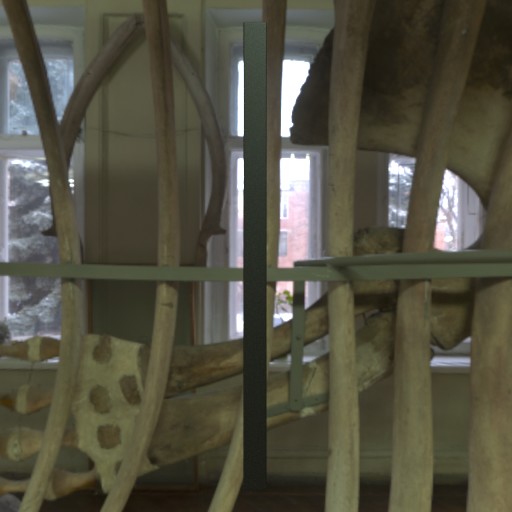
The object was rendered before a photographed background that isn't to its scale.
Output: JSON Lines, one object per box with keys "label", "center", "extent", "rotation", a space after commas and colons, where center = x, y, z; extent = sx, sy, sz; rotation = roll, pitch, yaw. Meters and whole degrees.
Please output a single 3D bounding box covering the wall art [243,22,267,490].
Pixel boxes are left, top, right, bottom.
{"label": "wall art", "center": [0.000, 0.000, 0.756], "extent": [0.028, 0.559, 0.457], "rotation": [0, 0, 0]}
